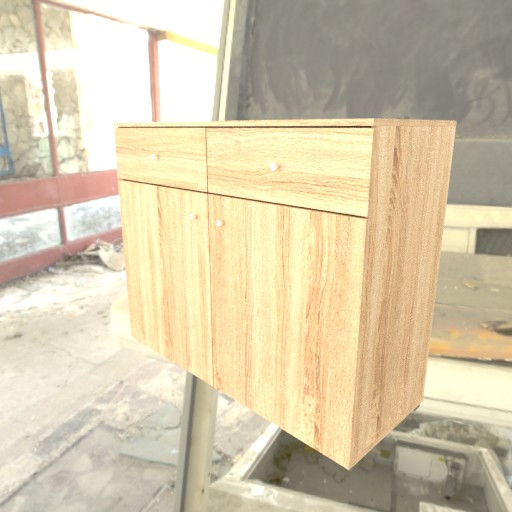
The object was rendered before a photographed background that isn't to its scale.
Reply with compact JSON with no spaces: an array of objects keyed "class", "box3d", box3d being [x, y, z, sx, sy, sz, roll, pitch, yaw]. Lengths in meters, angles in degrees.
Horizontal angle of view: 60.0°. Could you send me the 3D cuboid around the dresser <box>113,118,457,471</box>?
[{"class":"dresser","box3d":[0.000,0.000,1.553,1.100,0.900,0.450,15,22,43]}]
